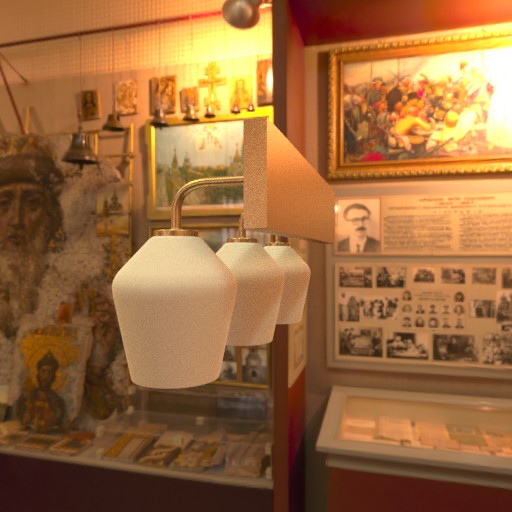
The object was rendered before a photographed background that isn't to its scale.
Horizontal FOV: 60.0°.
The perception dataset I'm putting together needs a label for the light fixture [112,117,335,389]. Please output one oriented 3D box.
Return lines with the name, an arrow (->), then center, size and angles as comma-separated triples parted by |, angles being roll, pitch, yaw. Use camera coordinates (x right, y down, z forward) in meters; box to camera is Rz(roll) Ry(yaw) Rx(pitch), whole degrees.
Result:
light fixture -> 0.000, 0.000, 0.730 | 0.190, 0.280, 0.609 | 0, 0, 17
